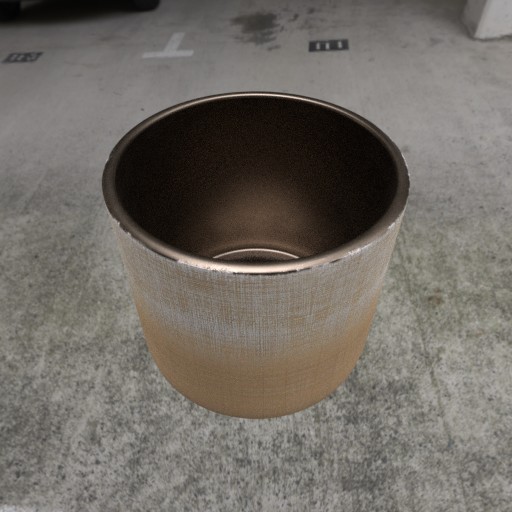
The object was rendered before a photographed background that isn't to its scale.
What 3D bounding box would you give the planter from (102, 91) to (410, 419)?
[{"bbox_3d":[0.000,0.000,0.390,0.221,0.201,0.221,0,46,0],"label":"planter"}]
